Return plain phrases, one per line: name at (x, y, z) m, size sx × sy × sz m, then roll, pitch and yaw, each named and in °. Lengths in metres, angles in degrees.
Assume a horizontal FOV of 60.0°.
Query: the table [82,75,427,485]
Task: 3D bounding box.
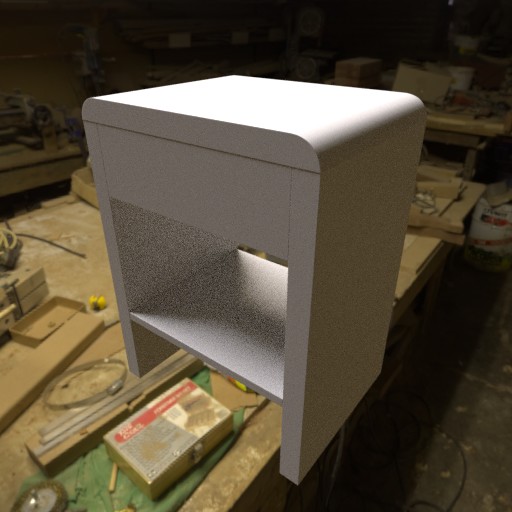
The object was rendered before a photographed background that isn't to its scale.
table at (0.000, 0.000, 0.853) m, size 0.450 × 0.590 × 0.350 m, roll 20°, pitch 35°, yaw 32°
